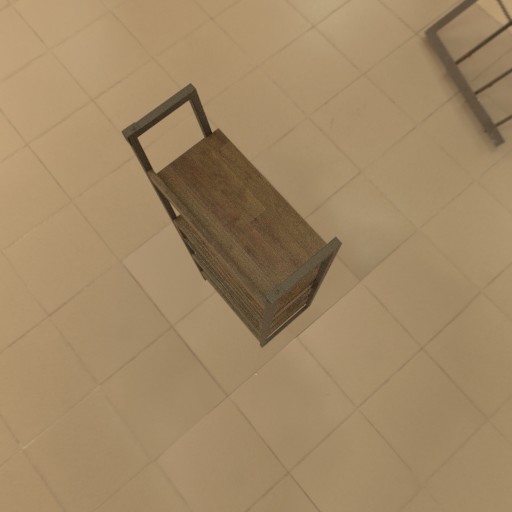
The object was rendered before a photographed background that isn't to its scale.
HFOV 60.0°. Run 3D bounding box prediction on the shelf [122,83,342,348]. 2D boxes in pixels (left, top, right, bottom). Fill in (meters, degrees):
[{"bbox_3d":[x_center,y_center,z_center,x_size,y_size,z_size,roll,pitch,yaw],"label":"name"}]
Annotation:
[{"bbox_3d":[0.000,0.000,2.202,0.454,2.005,0.652,-40,79,-10],"label":"shelf"}]
